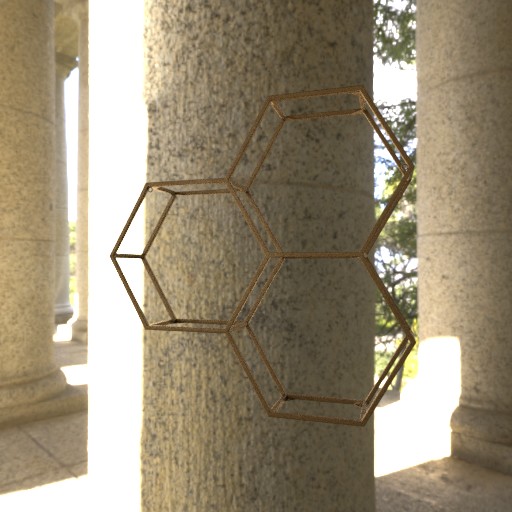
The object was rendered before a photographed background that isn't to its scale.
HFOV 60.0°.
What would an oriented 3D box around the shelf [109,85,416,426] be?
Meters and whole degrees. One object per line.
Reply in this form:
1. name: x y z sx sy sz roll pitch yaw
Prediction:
1. shelf: 0.000 0.000 1.054 0.708 0.701 0.150 0 -1 17
